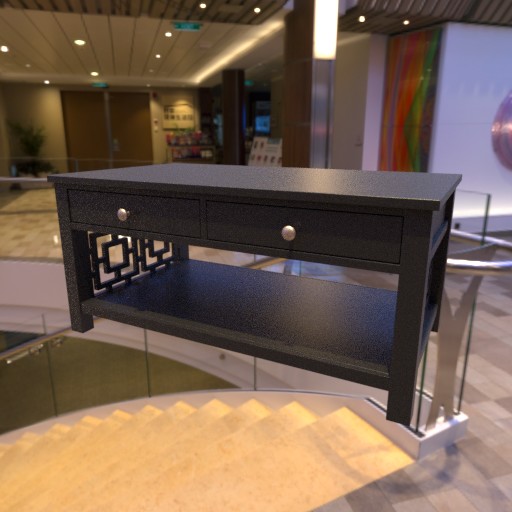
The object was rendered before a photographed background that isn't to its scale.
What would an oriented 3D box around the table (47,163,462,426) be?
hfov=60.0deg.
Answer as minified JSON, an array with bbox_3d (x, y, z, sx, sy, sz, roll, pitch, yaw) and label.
[{"bbox_3d":[0.000,0.000,1.364,1.068,0.493,0.612,8,17,27],"label":"table"}]
